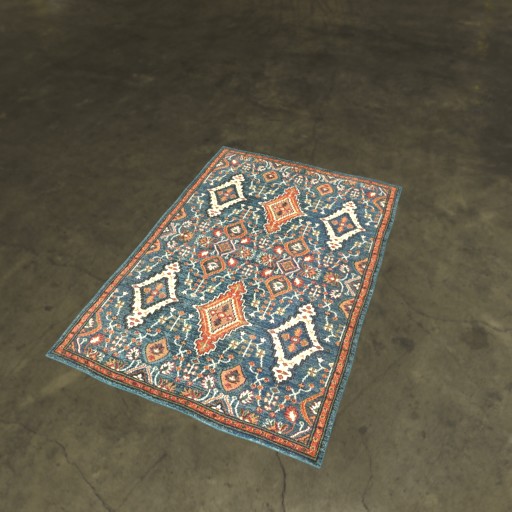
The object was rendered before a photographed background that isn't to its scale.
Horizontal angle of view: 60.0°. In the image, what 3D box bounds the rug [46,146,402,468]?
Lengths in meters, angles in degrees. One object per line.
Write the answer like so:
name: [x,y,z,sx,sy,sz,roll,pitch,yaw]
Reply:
rug: [0.000,0.000,3.040,1.622,0.009,2.373,16,48,15]
